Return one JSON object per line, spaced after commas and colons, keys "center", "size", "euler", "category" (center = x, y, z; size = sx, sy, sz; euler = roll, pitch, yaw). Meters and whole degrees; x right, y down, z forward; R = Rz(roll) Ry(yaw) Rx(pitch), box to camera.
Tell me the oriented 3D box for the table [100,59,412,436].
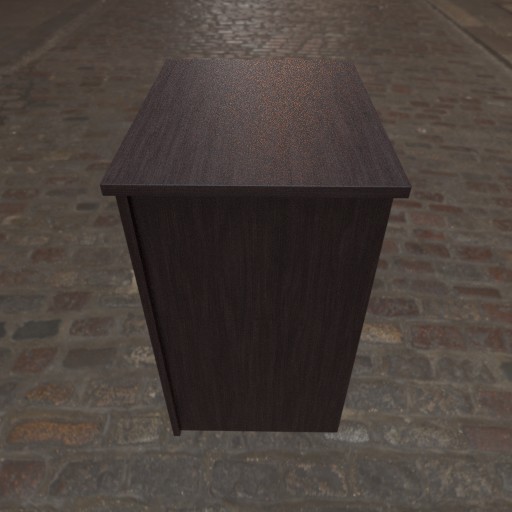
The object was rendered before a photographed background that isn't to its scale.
{"center": [0.000, 0.000, 0.921], "size": [0.381, 0.635, 0.480], "euler": [1, 41, 1], "category": "table"}
